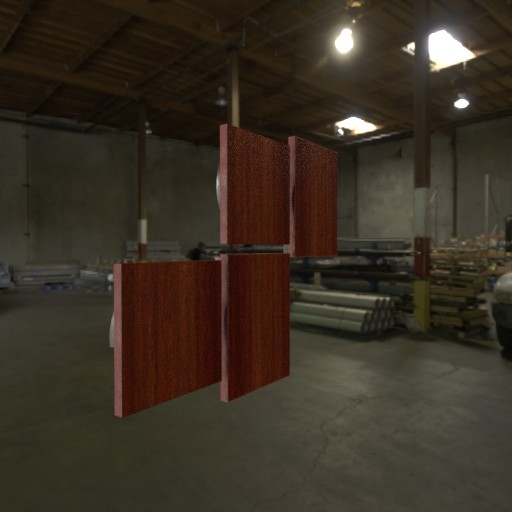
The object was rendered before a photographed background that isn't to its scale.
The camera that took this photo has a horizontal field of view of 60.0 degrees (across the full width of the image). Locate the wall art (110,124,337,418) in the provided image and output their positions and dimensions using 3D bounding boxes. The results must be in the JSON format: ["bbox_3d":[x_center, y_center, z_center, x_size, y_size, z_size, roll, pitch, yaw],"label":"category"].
[{"bbox_3d":[0.000,0.000,0.842,0.030,0.497,0.635,1,1,36],"label":"wall art"}]
